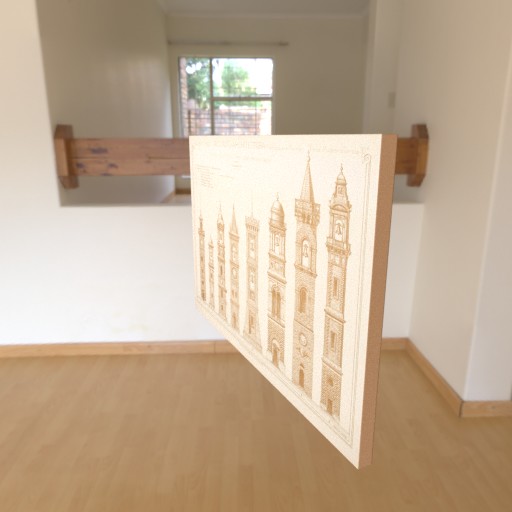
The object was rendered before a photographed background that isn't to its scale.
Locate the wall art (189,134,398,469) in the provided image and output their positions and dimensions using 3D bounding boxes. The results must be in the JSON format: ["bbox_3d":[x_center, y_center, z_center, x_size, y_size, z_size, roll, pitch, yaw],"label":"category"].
[{"bbox_3d":[0.000,0.000,1.156,0.033,0.608,0.915,-7,17,-26],"label":"wall art"}]
